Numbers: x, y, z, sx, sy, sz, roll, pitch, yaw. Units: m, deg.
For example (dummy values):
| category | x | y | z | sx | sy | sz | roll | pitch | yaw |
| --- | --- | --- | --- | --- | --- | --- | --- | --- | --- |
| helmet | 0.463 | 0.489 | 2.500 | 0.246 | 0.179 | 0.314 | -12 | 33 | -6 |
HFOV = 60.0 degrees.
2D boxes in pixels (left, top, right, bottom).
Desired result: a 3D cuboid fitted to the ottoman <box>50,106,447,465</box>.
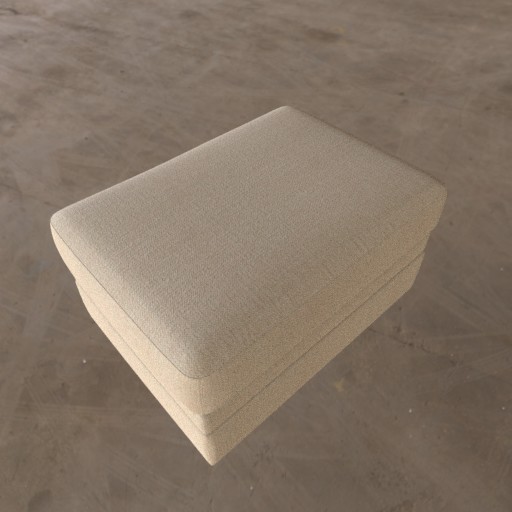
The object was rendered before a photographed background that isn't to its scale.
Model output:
| category | x | y | z | sx | sy | sz | roll | pitch | yaw |
| --- | --- | --- | --- | --- | --- | --- | --- | --- | --- |
| ottoman | 0.000 | 0.000 | 1.269 | 0.885 | 0.478 | 0.637 | -33 | 55 | -28 |
